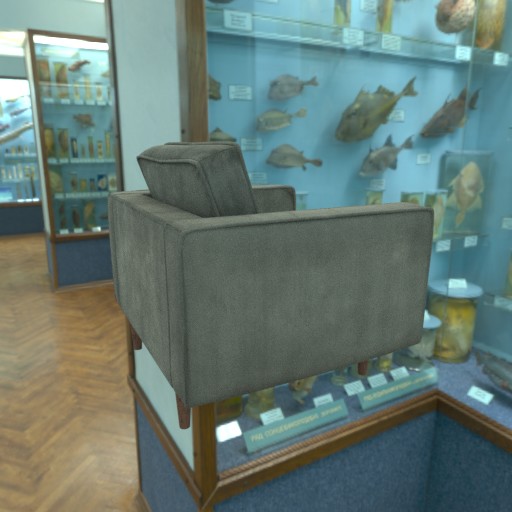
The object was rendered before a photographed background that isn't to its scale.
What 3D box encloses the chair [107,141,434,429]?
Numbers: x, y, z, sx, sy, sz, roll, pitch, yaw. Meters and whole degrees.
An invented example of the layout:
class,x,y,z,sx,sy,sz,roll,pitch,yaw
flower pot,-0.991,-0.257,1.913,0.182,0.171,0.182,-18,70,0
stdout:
class,x,y,z,sx,sy,sz,roll,pitch,yaw
chair,0.000,0.000,1.552,0.843,0.773,0.928,-7,16,-27
